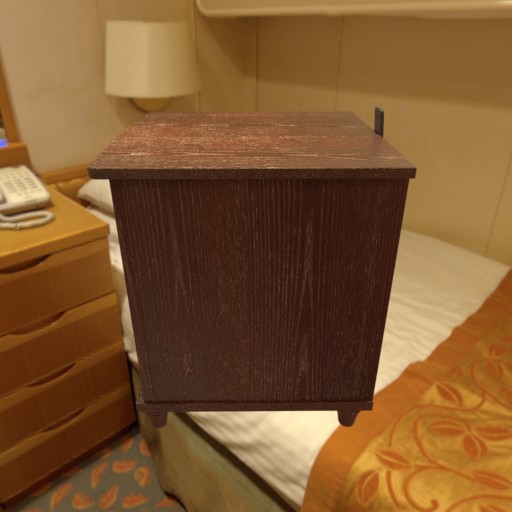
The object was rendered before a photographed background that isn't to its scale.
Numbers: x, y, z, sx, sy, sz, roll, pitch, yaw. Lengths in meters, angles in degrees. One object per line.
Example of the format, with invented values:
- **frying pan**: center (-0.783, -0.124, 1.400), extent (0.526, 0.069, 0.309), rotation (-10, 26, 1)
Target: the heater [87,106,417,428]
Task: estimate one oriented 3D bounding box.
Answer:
- **heater**: center (0.000, 0.000, 0.751), extent (0.400, 0.481, 0.362), rotation (0, 28, 0)
